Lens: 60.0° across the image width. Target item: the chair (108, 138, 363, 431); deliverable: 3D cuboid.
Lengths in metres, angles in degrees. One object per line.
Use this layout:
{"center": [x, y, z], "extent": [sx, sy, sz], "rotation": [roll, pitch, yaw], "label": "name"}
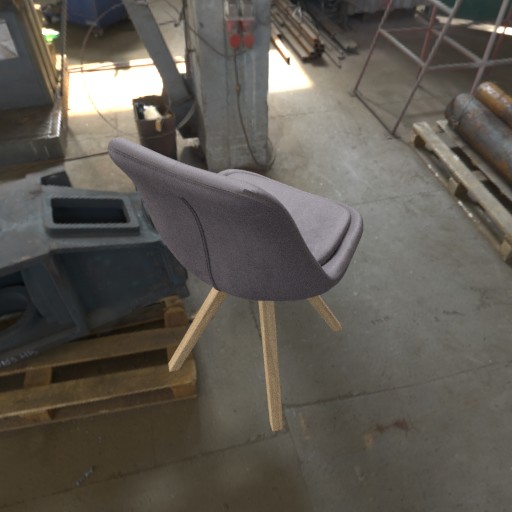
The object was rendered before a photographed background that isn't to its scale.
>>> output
{"center": [0.000, 0.000, 1.167], "extent": [0.483, 0.865, 0.547], "rotation": [23, 50, 21], "label": "chair"}
